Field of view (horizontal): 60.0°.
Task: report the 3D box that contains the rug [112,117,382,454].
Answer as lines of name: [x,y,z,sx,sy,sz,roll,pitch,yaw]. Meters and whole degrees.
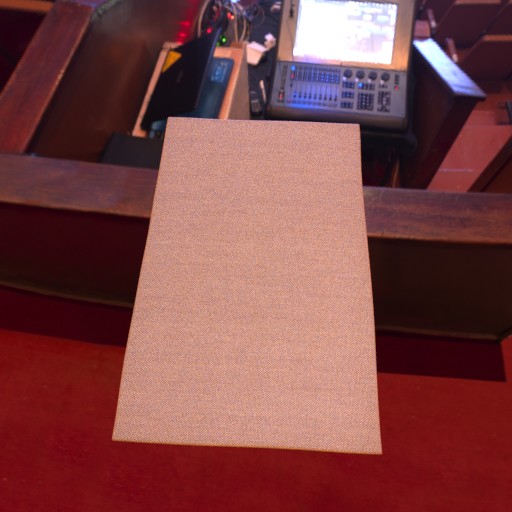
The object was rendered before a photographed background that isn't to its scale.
rug: [0.000,0.000,2.105,1.078,0.013,1.678,2,64,1]
